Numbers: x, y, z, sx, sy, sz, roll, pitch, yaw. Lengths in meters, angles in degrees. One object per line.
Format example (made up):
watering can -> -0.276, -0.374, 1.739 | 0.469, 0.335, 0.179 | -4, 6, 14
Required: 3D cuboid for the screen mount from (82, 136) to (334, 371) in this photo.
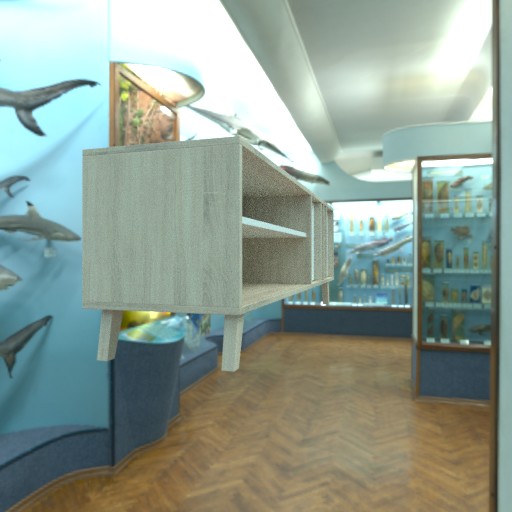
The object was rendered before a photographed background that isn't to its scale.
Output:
screen mount -> 0.000, 0.000, 1.718 | 0.400, 0.510, 1.500 | 0, 0, 18
